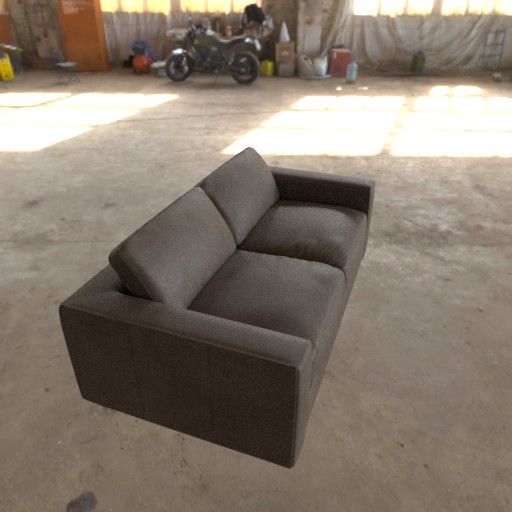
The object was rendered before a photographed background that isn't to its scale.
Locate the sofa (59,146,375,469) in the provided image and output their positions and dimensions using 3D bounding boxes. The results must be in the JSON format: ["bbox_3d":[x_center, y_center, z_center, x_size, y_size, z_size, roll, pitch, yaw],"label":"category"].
[{"bbox_3d":[0.000,0.000,2.506,1.070,0.800,1.920,11,33,18],"label":"sofa"}]
